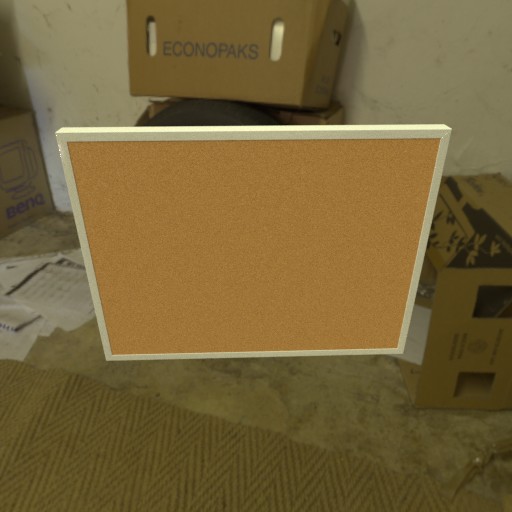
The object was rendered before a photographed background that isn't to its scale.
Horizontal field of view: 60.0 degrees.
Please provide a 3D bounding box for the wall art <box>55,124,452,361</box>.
[{"bbox_3d":[0.000,0.000,1.380,1.041,0.787,0.053,-1,30,-2],"label":"wall art"}]
